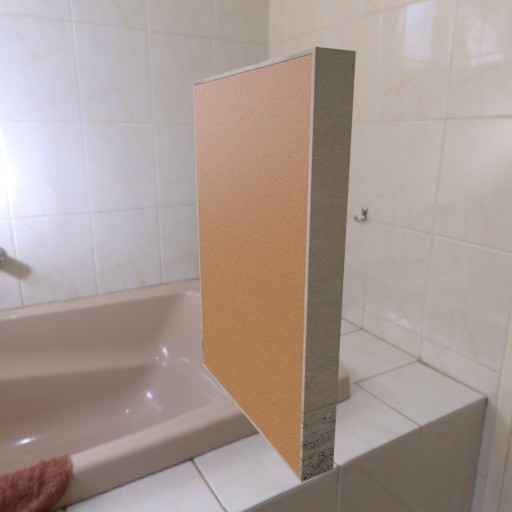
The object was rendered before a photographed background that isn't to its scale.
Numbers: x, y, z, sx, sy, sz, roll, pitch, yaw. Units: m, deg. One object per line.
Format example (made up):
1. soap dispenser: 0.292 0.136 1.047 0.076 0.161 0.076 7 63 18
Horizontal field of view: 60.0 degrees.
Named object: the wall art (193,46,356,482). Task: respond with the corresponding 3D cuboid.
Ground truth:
1. wall art: 0.000 0.000 0.488 0.038 0.381 0.254 -8 17 -27
